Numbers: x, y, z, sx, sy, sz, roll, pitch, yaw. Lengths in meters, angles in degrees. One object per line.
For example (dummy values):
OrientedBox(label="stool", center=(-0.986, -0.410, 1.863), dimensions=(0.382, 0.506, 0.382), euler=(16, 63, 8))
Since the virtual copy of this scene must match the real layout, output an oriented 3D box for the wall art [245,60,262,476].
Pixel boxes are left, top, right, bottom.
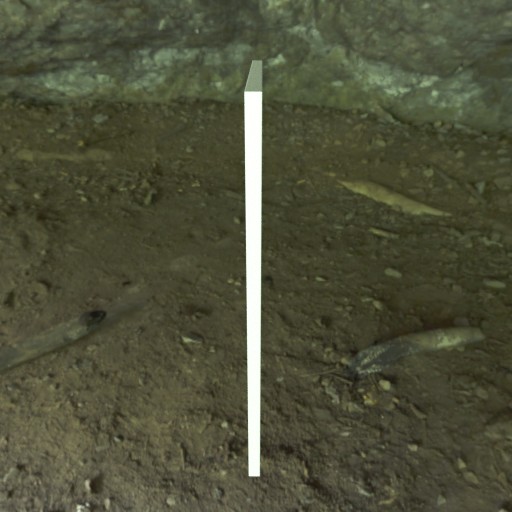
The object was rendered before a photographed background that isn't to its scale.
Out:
OrientedBox(label="wall art", center=(0.000, 0.000, 0.561), dimensions=(0.013, 0.433, 0.303), euler=(0, 28, 1))
